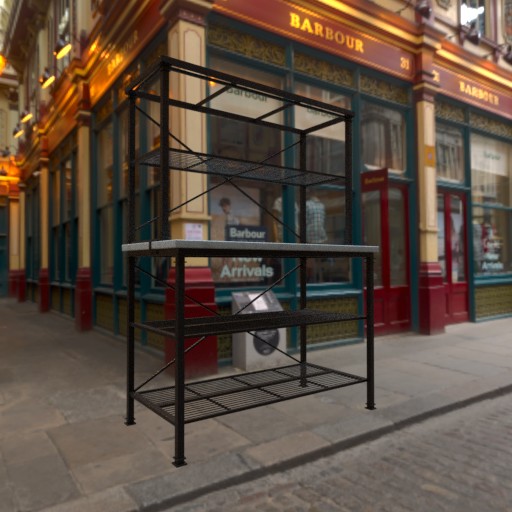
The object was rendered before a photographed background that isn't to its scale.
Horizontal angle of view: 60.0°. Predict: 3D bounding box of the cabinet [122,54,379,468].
[{"bbox_3d":[0.000,0.000,2.298,1.210,1.659,0.610,1,-1,-36],"label":"cabinet"}]
